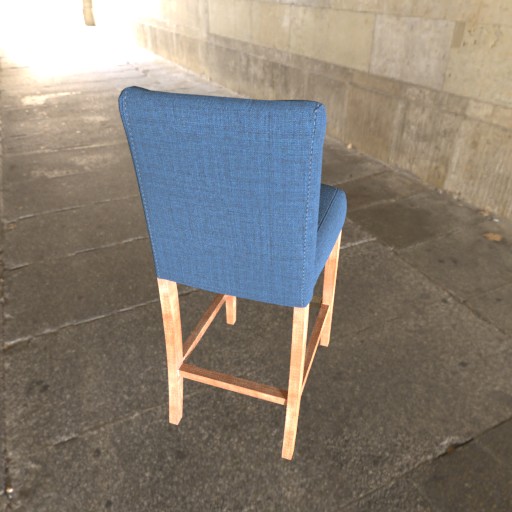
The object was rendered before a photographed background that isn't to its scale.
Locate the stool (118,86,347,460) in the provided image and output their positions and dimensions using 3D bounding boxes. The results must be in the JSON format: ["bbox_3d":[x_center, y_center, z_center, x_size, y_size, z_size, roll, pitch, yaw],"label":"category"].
[{"bbox_3d":[0.000,0.000,1.333,0.454,1.039,0.567,10,34,16],"label":"stool"}]
